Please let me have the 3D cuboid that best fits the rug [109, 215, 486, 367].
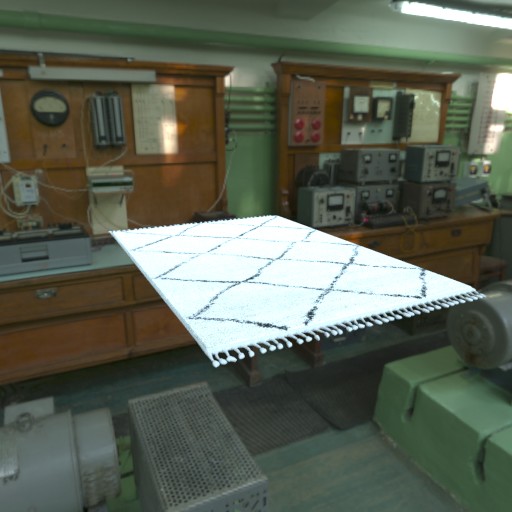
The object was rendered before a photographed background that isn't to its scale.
[{"bbox_3d":[0.000,0.000,2.893,1.494,0.031,2.307,-8,19,-25],"label":"rug"}]
